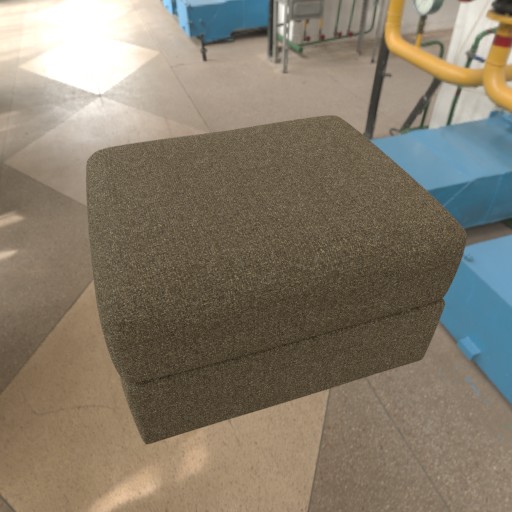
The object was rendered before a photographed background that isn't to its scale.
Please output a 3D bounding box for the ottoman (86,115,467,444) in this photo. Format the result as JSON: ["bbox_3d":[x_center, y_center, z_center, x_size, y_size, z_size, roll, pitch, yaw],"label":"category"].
[{"bbox_3d":[0.000,0.000,1.107,0.742,0.476,0.598,-12,43,-14],"label":"ottoman"}]
